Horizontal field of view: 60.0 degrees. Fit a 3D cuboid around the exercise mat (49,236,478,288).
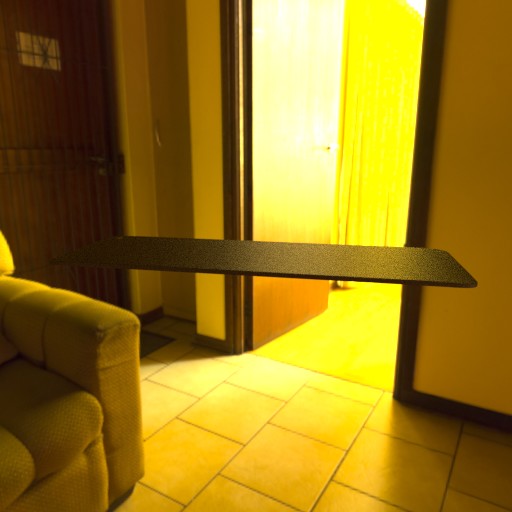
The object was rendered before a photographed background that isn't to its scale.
[{"bbox_3d":[0.000,0.000,2.152,1.869,0.021,0.616,3,14,11],"label":"exercise mat"}]
